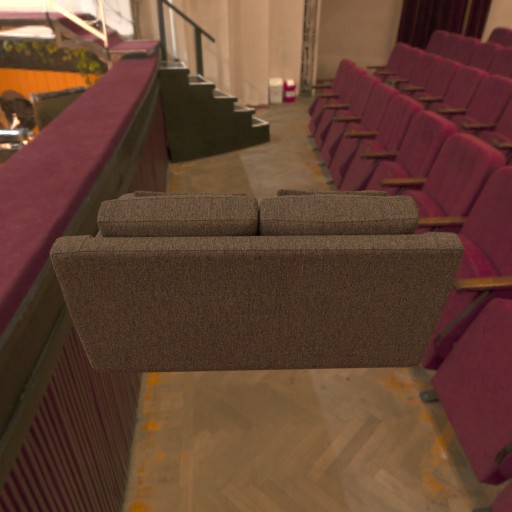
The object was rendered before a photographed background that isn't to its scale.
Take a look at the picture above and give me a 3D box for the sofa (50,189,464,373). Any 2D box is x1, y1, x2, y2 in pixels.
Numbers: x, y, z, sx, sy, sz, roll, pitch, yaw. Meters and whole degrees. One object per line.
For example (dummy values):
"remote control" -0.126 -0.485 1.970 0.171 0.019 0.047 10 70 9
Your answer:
"sofa" 0.000 0.000 2.474 1.778 0.991 1.120 -1 31 -1
